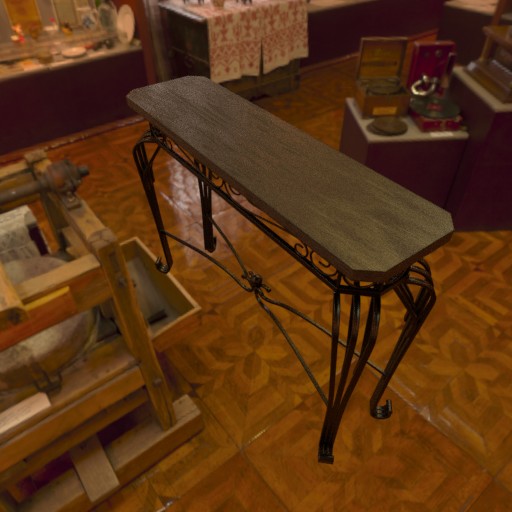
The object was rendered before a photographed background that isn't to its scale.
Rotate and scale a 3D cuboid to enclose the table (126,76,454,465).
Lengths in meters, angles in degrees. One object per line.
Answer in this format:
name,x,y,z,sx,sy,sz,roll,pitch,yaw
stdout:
table,0.000,0.000,1.441,0.329,0.800,1.112,-26,48,-26
